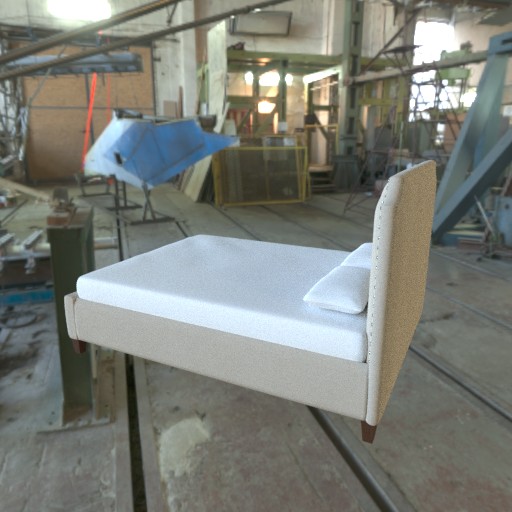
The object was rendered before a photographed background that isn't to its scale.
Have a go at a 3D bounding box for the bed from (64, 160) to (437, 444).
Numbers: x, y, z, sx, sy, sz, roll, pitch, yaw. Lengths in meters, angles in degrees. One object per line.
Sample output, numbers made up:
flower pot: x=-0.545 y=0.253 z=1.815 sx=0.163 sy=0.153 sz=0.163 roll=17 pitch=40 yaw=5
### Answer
bed: x=0.000 y=0.000 z=3.422 sx=2.372 sy=1.443 sz=1.713 roll=8 pitch=17 yaw=26
